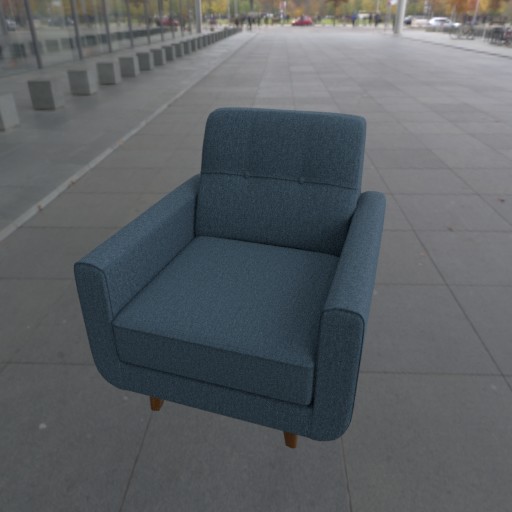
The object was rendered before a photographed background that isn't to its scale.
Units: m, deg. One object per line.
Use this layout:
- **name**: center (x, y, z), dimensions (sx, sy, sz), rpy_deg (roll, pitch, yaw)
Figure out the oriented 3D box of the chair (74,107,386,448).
- **chair**: center (0.000, 0.000, 1.674), dimensions (0.880, 0.940, 0.964), rpy_deg (9, 30, 16)
